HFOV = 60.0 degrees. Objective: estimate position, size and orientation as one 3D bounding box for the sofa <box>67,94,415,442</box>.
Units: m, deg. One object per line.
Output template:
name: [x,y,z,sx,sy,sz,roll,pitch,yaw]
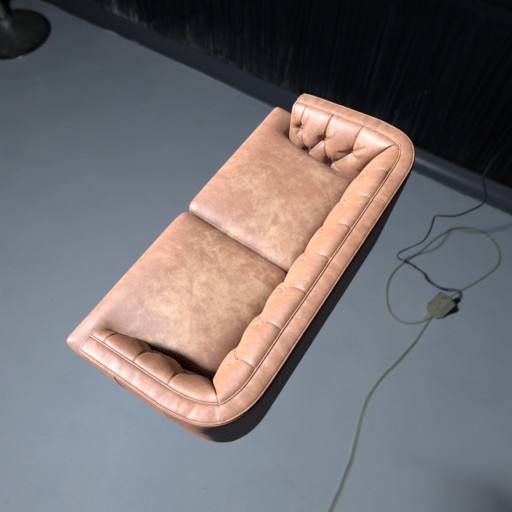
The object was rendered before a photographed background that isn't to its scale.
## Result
sofa: [0.000,0.000,2.263,0.914,0.786,1.755,31,67,15]
